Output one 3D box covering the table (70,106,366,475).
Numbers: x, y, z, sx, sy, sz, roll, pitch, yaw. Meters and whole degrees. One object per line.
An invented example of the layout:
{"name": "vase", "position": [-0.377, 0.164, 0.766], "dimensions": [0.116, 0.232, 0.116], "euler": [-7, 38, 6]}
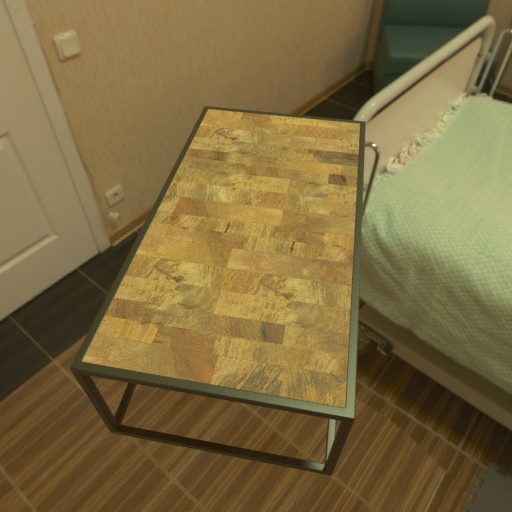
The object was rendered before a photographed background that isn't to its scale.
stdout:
{"name": "table", "position": [0.000, 0.000, 1.521], "dimensions": [0.649, 0.398, 1.199], "euler": [8, 48, 7]}
